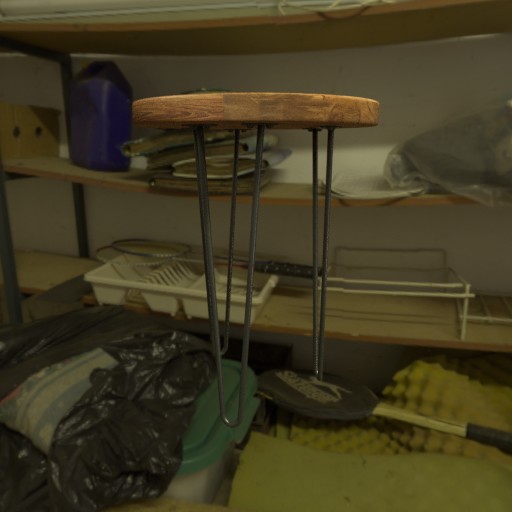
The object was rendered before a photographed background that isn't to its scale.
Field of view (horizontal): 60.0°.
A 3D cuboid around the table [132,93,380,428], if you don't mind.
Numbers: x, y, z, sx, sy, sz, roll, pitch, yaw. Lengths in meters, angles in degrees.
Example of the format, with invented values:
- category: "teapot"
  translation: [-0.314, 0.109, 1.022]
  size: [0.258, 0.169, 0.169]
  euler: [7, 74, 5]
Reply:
- category: "table"
  translation: [0.000, 0.000, 0.805]
  size: [0.400, 0.520, 0.400]
  euler: [0, 15, 0]
